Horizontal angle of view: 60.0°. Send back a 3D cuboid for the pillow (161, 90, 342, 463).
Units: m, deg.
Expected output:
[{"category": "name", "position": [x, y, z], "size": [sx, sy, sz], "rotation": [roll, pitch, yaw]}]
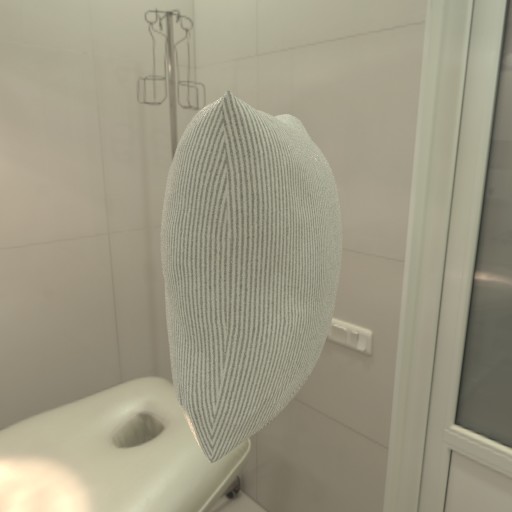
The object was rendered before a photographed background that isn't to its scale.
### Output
[{"category": "pillow", "position": [0.000, 0.000, 0.671], "size": [0.387, 0.432, 0.310], "rotation": [-13, 20, -42]}]
